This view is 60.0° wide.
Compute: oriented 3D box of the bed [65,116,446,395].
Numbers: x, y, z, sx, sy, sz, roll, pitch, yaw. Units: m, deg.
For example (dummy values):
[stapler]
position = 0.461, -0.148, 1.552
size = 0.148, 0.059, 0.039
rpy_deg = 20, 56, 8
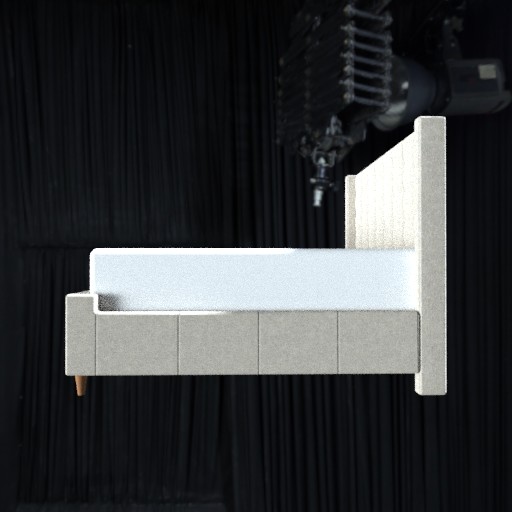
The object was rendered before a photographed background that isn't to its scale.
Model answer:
[bed]
position = 0.000, 0.000, 3.738
size = 2.370, 1.743, 2.045
rpy_deg = 0, 0, -1
